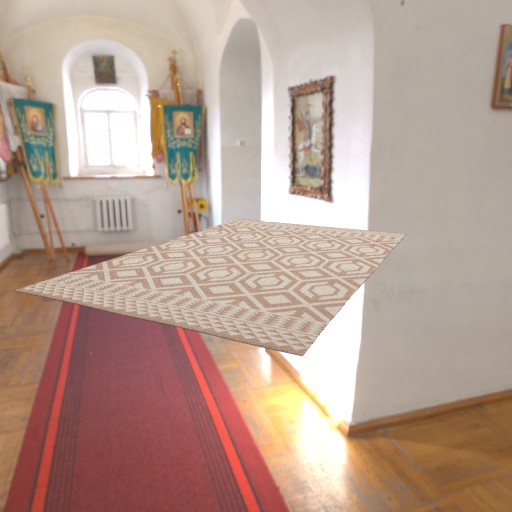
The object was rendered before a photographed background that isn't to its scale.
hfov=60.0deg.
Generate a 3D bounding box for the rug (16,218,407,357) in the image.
[{"bbox_3d":[0.000,0.000,2.287,1.219,0.008,1.829,7,16,26],"label":"rug"}]
